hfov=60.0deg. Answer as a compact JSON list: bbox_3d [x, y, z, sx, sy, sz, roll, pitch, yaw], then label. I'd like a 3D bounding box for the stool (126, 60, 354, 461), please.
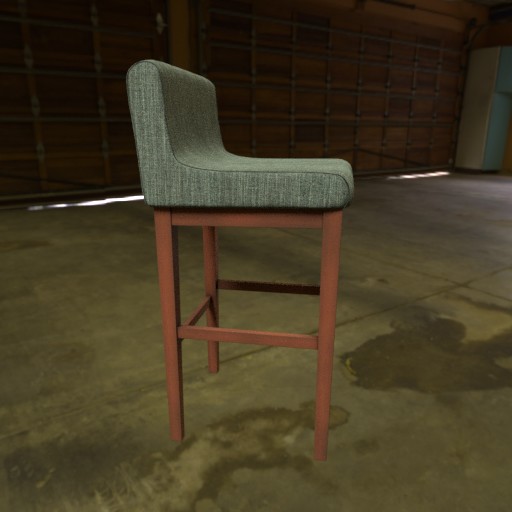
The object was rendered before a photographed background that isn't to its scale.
[{"bbox_3d":[0.000,0.000,1.222,0.499,0.965,0.426,3,16,11],"label":"stool"}]
